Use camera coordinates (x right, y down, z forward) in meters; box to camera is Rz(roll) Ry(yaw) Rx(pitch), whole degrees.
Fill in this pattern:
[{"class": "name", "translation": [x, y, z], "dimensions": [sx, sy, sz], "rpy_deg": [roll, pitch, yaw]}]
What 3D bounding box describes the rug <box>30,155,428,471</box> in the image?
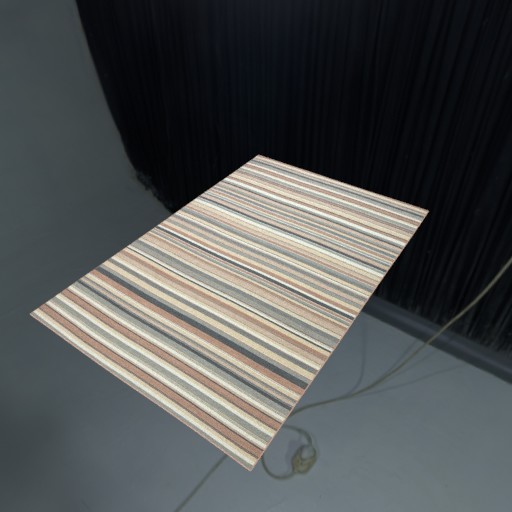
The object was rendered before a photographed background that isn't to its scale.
[{"class": "rug", "translation": [0.000, 0.000, 2.302], "dimensions": [1.219, 0.008, 1.829], "rpy_deg": [24, 46, 26]}]
